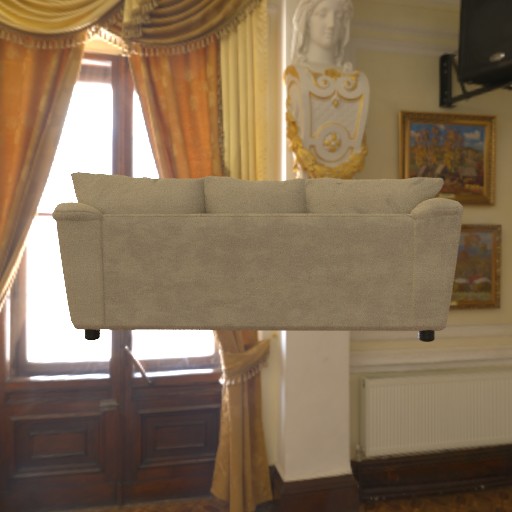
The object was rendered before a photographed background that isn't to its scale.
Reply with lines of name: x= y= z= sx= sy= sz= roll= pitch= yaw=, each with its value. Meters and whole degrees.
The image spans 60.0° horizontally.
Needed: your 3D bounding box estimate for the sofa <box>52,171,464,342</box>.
sofa: x=0.000 y=0.000 z=2.831 sx=2.377 sy=0.981 sz=0.893 roll=0 pitch=-1 yaw=1
